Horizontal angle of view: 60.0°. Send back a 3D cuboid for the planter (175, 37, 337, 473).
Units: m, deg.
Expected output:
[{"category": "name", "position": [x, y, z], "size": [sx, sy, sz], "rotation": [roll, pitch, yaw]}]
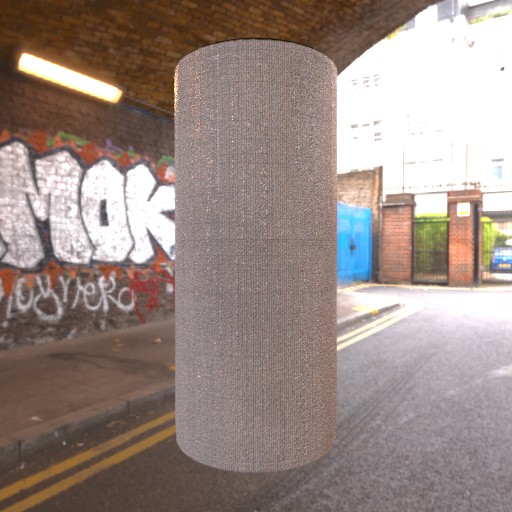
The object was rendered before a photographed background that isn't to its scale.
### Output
[{"category": "planter", "position": [0.000, 0.000, 0.126], "size": [0.045, 0.103, 0.045], "rotation": [0, 1, -18]}]
